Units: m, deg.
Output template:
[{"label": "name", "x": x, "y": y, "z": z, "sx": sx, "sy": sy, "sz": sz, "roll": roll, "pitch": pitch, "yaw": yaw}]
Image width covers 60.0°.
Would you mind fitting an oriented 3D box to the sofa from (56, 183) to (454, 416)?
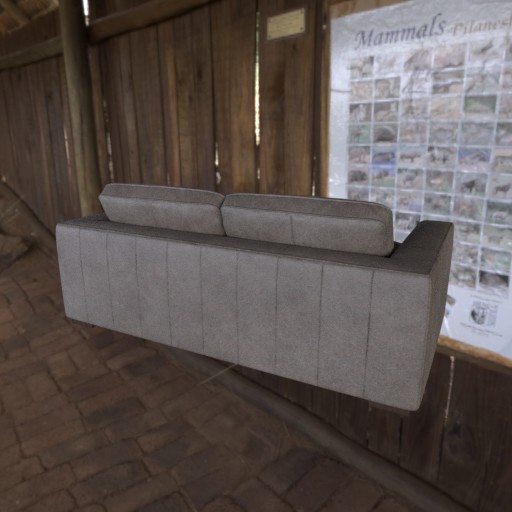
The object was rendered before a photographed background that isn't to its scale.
[{"label": "sofa", "x": 0.000, "y": 0.000, "z": 2.434, "sx": 1.920, "sy": 0.800, "sz": 1.070, "roll": 8, "pitch": 18, "yaw": 27}]
